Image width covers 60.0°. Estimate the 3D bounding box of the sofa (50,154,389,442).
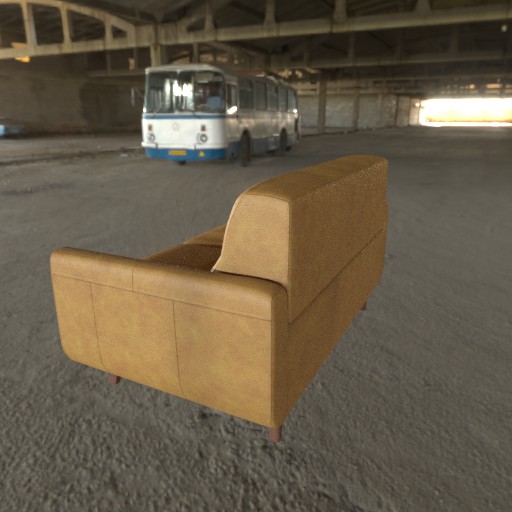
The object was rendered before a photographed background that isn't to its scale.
[{"bbox_3d":[0.000,0.000,2.192,0.952,0.925,1.651,9,20,26],"label":"sofa"}]
